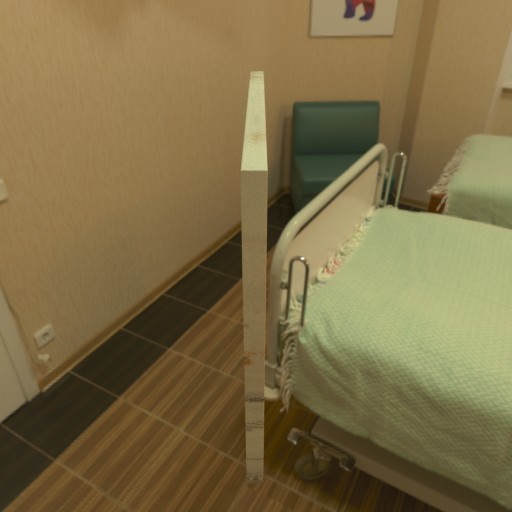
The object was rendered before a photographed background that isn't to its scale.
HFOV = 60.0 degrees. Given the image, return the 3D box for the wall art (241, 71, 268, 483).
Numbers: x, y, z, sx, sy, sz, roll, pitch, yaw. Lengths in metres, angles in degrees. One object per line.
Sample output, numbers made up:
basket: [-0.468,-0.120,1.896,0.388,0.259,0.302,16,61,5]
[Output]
wall art: [0.000,0.000,1.131,0.038,0.755,0.753,0,32,0]
